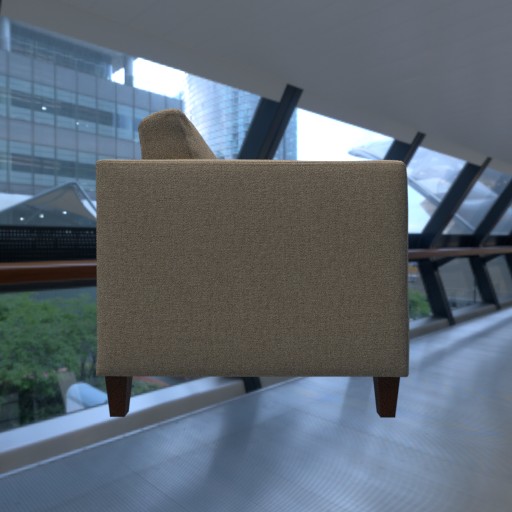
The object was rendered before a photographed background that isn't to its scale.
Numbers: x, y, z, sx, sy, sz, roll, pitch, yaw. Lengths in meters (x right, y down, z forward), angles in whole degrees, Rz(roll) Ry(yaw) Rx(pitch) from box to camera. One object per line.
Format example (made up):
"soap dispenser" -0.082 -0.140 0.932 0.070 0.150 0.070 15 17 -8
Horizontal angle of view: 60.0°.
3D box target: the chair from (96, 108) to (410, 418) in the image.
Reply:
"chair" 0.000 0.000 1.821 0.959 0.961 1.107 0 1 0
